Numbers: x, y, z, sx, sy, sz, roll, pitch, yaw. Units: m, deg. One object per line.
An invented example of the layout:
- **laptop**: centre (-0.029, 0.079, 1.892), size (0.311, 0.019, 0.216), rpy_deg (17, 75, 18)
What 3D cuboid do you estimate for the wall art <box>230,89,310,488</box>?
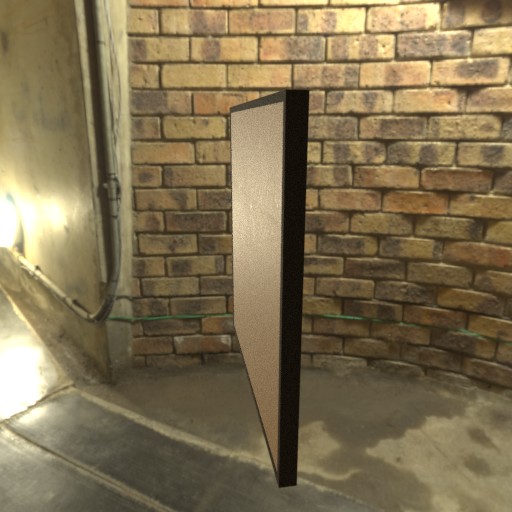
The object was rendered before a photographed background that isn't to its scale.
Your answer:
- **wall art**: centre (0.000, 0.000, 1.157), size (0.038, 0.762, 0.762), rpy_deg (-3, 17, -9)
